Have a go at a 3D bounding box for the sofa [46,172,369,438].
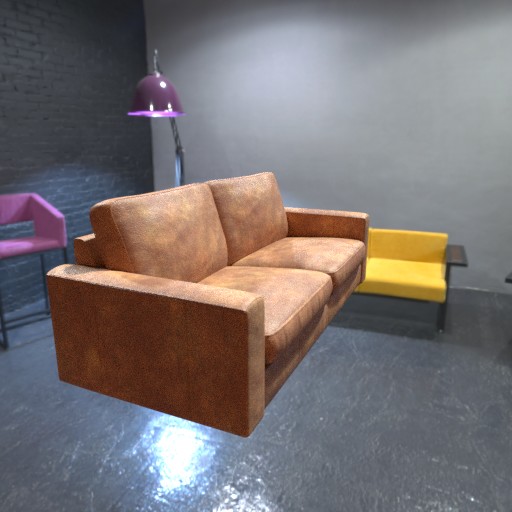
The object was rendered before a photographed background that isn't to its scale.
[{"bbox_3d":[0.000,0.000,2.699,1.016,0.873,2.179,7,16,24],"label":"sofa"}]
